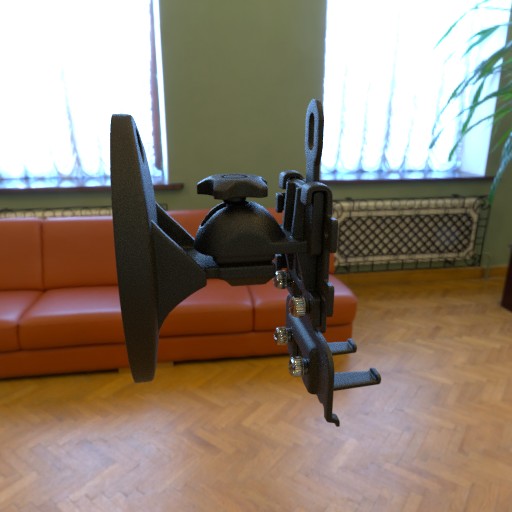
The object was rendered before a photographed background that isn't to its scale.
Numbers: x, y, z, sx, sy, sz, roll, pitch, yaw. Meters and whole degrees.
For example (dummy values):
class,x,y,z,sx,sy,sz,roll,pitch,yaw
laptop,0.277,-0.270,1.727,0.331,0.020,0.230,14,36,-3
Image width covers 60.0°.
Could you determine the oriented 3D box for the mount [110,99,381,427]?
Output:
class,x,y,z,sx,sy,sz,roll,pitch,yaw
mount,0.000,0.000,0.176,0.100,0.118,0.066,-3,18,-10
